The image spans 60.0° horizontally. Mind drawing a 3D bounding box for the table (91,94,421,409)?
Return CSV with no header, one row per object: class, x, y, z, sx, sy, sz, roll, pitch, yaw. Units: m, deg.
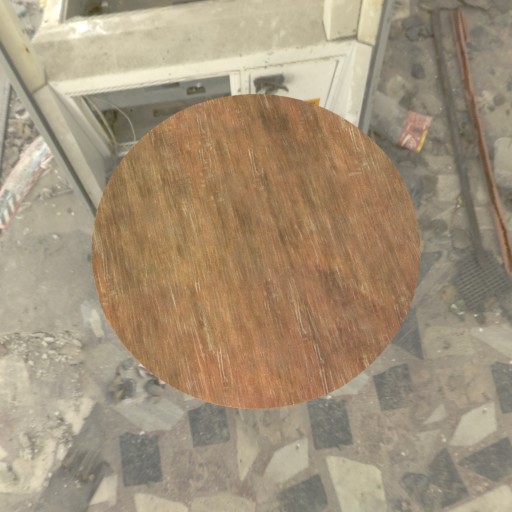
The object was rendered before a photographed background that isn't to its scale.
table,0.000,0.000,1.533,0.974,0.450,0.974,0,75,0
